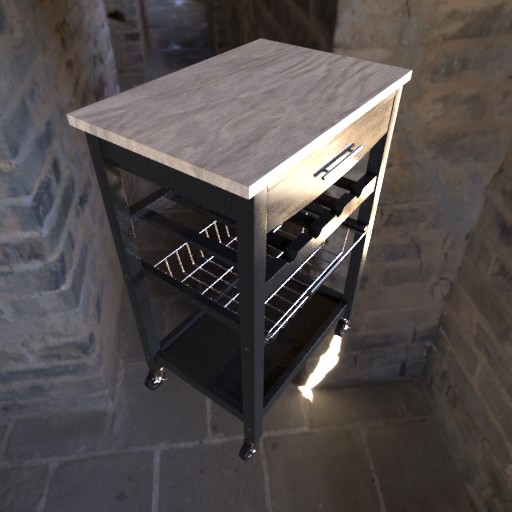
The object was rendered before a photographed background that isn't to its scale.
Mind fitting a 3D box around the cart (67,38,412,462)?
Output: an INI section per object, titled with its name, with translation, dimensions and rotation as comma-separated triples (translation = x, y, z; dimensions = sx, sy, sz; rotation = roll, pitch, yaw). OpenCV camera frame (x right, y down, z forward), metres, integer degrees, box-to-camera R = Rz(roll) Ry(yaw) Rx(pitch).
[cart]
translation = 0.000, 0.000, 1.125
dimensions = 0.403, 0.839, 0.584
rotation = 26, 47, 27
